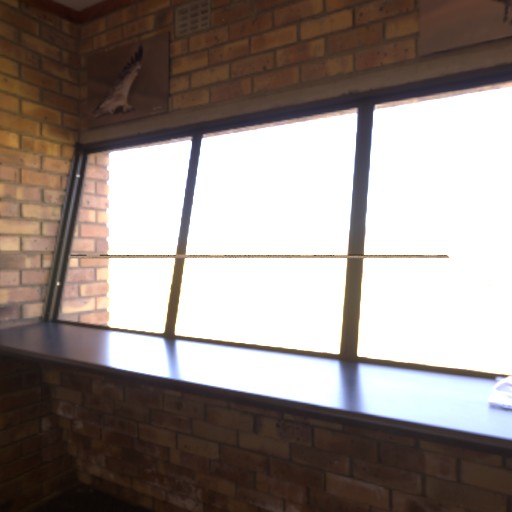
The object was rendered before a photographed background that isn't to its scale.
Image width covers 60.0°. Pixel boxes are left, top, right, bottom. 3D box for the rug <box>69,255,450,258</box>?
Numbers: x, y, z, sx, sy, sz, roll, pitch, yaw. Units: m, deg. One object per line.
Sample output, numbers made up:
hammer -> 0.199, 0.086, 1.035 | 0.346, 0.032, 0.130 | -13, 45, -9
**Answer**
rug -> 0.000, 0.000, 2.942 | 1.555, 0.016, 2.286 | 0, 0, -1
